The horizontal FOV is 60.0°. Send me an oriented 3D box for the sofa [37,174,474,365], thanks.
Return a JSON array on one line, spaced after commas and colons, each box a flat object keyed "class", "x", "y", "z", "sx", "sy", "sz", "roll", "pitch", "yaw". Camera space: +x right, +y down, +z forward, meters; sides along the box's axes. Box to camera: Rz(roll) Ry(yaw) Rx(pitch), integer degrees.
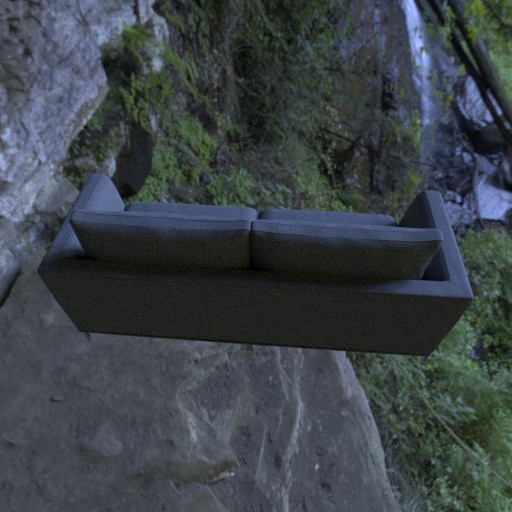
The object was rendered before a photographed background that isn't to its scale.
[{"class": "sofa", "x": 0.000, "y": 0.000, "z": 2.681, "sx": 2.212, "sy": 1.002, "sz": 0.869, "roll": 3, "pitch": 47, "yaw": 3}]
